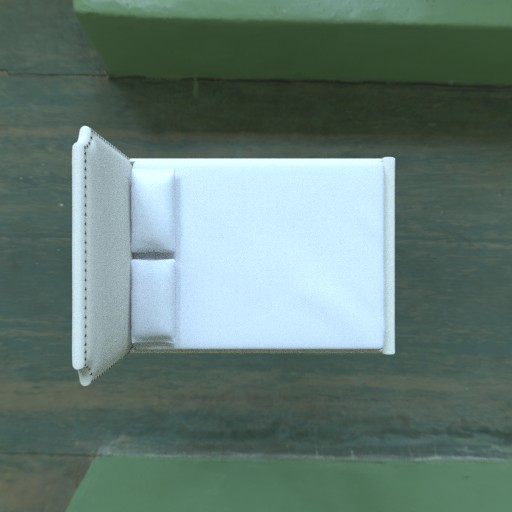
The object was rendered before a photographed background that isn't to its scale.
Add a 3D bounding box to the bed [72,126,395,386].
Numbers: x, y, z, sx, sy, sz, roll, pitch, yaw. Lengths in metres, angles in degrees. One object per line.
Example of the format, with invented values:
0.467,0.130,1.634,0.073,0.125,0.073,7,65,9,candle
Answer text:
0.000,0.000,3.502,2.372,1.443,1.712,0,90,0,bed
